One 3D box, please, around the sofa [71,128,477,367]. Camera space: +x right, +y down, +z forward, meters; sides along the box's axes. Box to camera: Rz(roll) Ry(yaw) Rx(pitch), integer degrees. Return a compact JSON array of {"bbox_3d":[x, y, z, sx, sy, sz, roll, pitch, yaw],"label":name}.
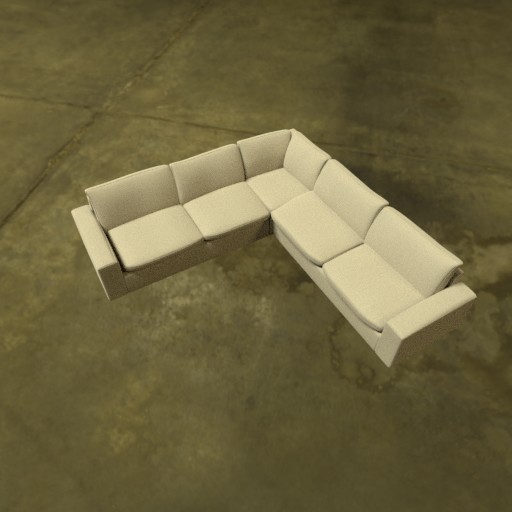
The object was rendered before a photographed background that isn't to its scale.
[{"bbox_3d":[0.000,0.000,4.746,3.066,0.918,3.206,-23,52,-20],"label":"sofa"}]
